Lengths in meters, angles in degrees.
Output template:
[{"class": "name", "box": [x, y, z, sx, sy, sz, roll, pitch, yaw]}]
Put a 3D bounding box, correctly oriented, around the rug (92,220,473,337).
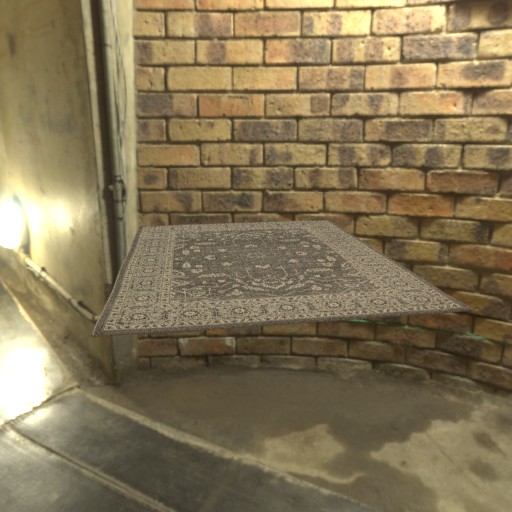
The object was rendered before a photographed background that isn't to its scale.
[{"class": "rug", "box": [0.000, 0.000, 4.223, 2.451, 0.026, 3.069, -3, 16, -9]}]
